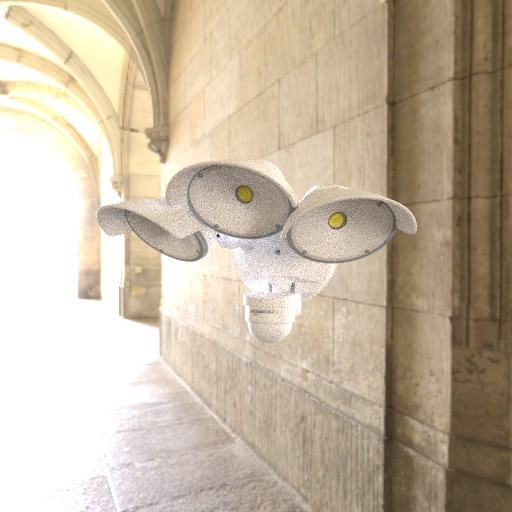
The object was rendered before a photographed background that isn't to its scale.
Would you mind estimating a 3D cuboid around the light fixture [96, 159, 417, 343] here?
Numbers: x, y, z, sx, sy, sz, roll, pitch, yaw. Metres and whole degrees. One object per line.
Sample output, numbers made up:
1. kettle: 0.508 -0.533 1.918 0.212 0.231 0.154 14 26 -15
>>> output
1. light fixture: 0.000 0.000 0.544 0.369 0.237 0.278 0 1 19
